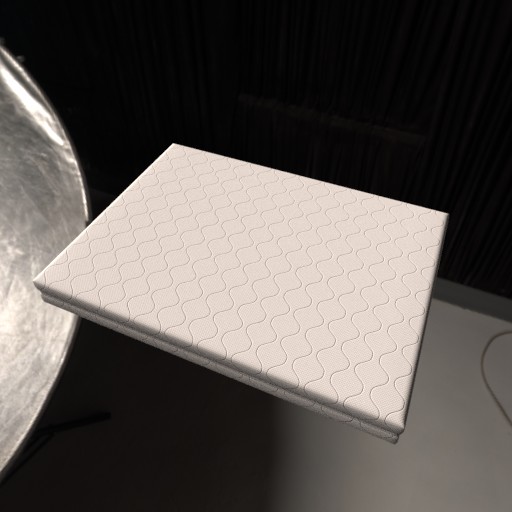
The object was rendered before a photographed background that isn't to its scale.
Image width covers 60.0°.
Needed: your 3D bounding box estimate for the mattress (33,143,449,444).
[{"bbox_3d":[0.000,0.000,2.507,1.900,0.200,1.400,18,49,16],"label":"mattress"}]
